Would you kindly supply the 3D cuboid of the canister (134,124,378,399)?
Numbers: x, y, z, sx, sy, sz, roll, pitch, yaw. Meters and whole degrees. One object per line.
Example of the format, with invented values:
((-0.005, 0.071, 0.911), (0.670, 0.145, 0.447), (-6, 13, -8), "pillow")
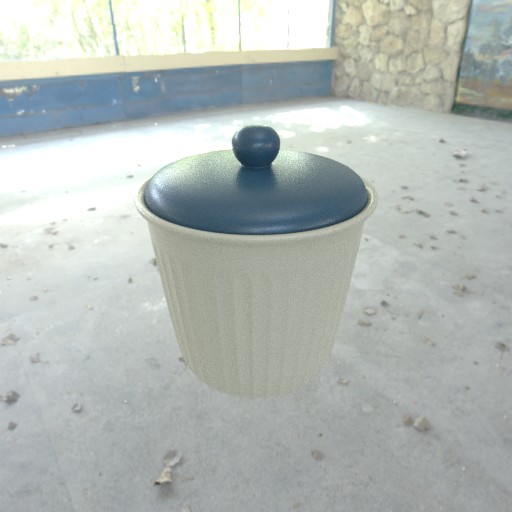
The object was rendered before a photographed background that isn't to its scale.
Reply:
((0.000, 0.000, 0.364), (0.181, 0.211, 0.181), (0, 28, 0), "canister")
